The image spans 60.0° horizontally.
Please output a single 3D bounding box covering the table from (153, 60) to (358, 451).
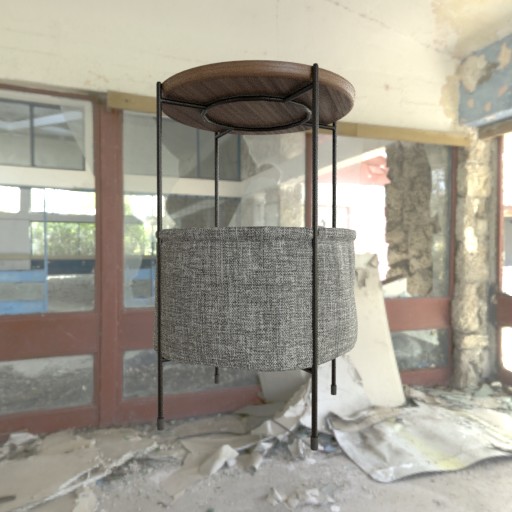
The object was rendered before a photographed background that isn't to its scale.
[{"bbox_3d":[0.000,0.000,0.891,0.400,0.623,0.400,0,1,16],"label":"table"}]
